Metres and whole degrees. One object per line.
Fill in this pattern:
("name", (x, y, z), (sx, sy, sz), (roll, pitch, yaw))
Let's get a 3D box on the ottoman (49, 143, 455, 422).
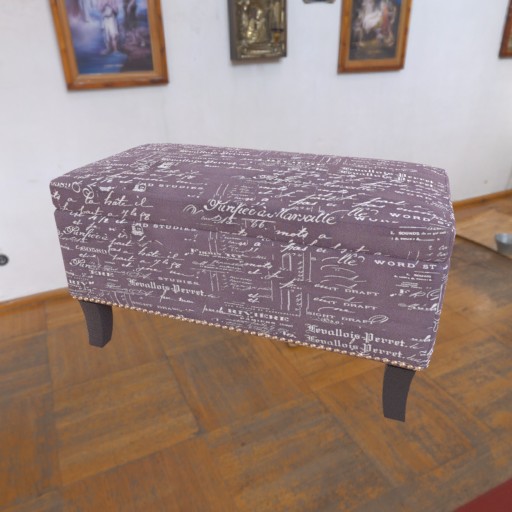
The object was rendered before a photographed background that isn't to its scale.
("ottoman", (0.000, 0.000, 1.062), (0.813, 0.457, 0.406), (9, 27, 17))
